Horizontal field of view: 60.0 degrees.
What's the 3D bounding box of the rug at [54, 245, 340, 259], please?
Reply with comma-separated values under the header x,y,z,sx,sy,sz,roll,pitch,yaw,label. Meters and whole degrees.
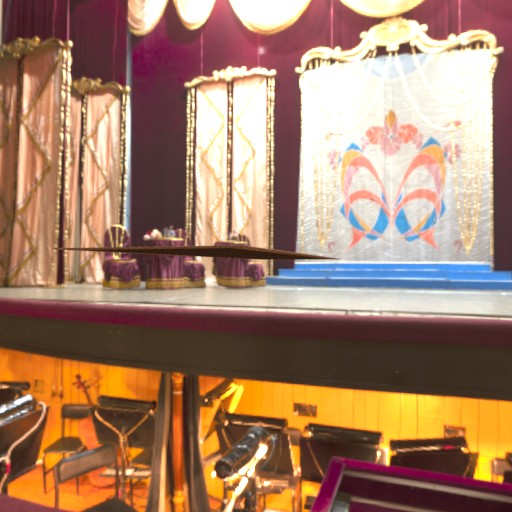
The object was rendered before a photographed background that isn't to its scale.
x,y,z,sx,sy,sz,roll,pitch,yaw,label
0.000,0.000,2.575,0.688,0.005,2.437,0,-1,17,rug
